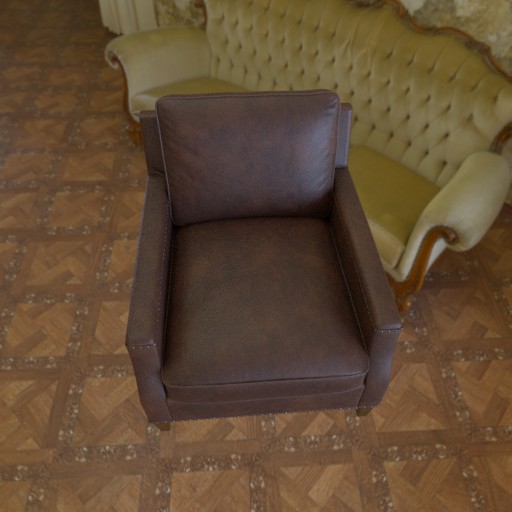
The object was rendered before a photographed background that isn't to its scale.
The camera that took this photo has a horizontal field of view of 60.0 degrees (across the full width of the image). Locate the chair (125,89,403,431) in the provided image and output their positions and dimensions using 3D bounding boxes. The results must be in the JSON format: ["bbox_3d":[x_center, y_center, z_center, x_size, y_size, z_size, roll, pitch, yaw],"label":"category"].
[{"bbox_3d":[0.000,0.000,1.680,0.853,0.929,1.014,-3,48,-3],"label":"chair"}]
